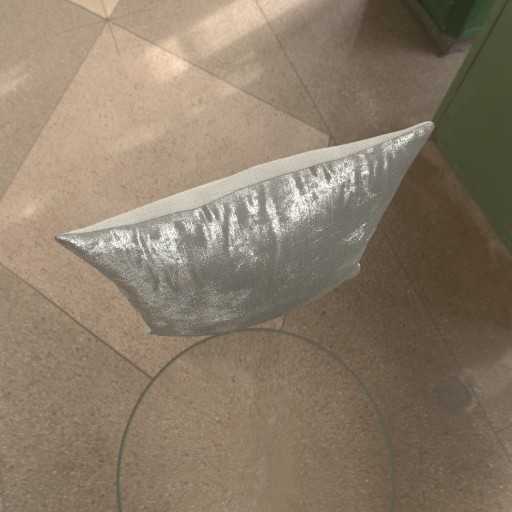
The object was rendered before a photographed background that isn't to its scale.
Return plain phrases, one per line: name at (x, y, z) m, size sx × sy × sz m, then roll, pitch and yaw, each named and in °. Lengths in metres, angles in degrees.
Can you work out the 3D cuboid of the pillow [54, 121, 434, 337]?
pillow at (0.000, 0.000, 0.720) m, size 0.470 × 0.464 × 0.175 m, roll -18°, pitch 66°, yaw -8°
